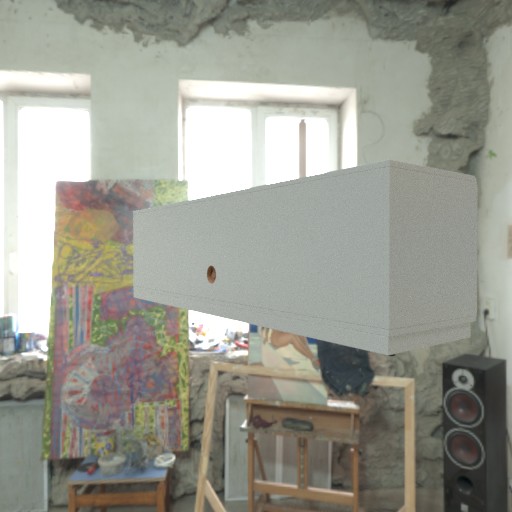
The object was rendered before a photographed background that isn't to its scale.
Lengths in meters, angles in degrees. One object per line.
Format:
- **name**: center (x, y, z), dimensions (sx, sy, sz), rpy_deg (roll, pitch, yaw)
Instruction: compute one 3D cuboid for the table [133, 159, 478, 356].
- **table**: center (0.000, 0.000, 1.723), dimensions (0.400, 0.440, 1.550), rpy_deg (0, 1, -36)
